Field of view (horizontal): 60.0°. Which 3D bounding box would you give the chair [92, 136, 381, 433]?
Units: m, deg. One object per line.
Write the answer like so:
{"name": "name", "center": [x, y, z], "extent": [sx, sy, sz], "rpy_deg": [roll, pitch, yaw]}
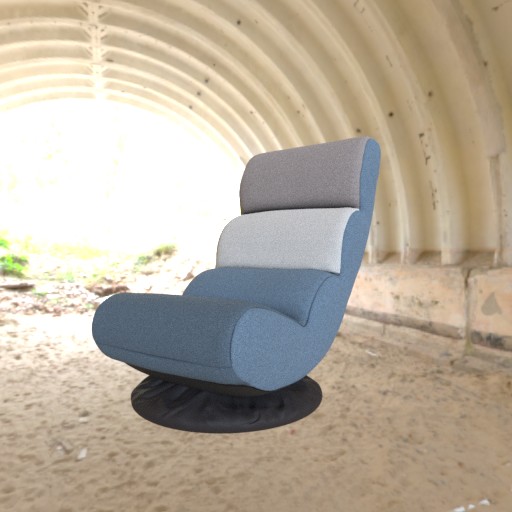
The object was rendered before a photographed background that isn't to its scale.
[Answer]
{"name": "chair", "center": [0.000, 0.000, 1.069], "extent": [0.420, 0.641, 0.661], "rpy_deg": [0, 0, 37]}
